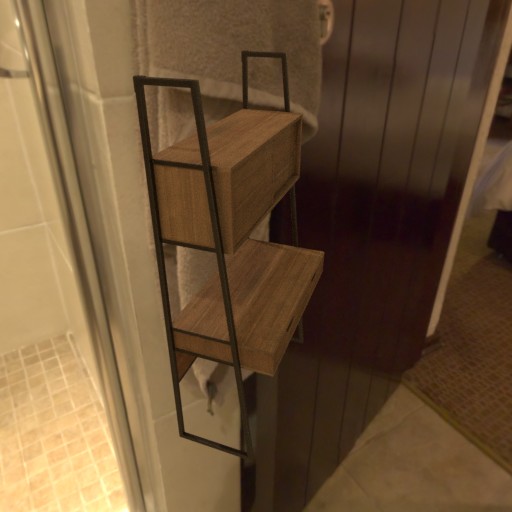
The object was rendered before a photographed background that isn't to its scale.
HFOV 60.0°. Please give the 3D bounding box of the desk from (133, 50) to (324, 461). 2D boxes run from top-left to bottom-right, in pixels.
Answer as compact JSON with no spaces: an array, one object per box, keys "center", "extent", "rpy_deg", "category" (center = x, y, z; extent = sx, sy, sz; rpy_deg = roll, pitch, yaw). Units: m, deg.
[{"center":[0.000,0.000,2.248],"extent":[0.515,1.809,0.982],"rpy_deg":[11,31,18],"category":"desk"}]
